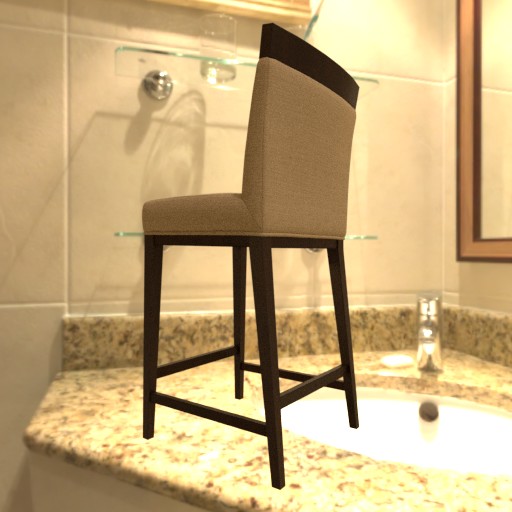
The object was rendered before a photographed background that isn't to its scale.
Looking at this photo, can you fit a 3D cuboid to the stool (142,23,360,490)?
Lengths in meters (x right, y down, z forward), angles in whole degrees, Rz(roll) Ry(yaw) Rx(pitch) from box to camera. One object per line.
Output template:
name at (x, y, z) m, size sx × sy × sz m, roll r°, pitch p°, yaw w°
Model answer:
stool at (0.000, 0.000, 1.391) m, size 0.531 × 1.117 × 0.511 m, roll 0°, pitch 1°, yaw 36°
